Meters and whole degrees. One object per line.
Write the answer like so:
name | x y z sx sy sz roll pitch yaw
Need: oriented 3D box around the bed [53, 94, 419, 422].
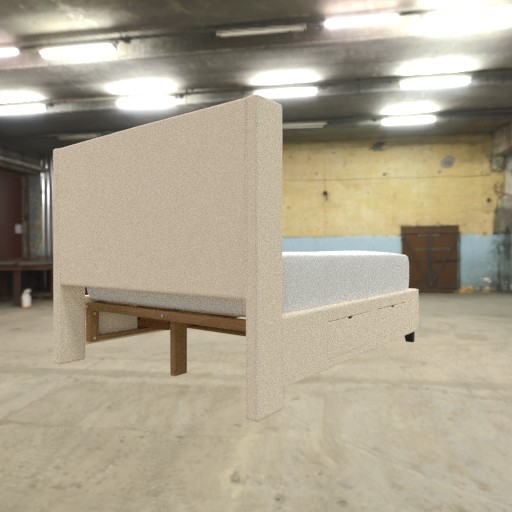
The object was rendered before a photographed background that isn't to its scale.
bed | 0.000 0.000 3.404 1.765 1.471 2.280 0 0 37
